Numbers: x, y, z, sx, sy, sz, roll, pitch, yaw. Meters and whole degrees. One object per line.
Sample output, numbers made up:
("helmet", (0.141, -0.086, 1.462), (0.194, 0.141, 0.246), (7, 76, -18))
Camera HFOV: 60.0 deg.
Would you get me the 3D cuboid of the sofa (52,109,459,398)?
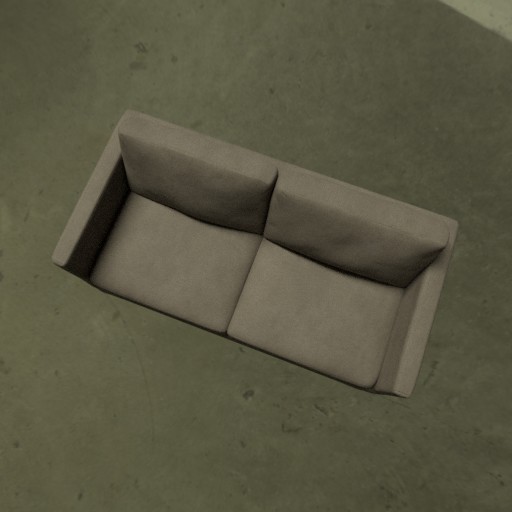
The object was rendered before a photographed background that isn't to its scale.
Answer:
("sofa", (0.000, 0.000, 2.476), (1.884, 0.963, 0.950), (20, 76, 5))
